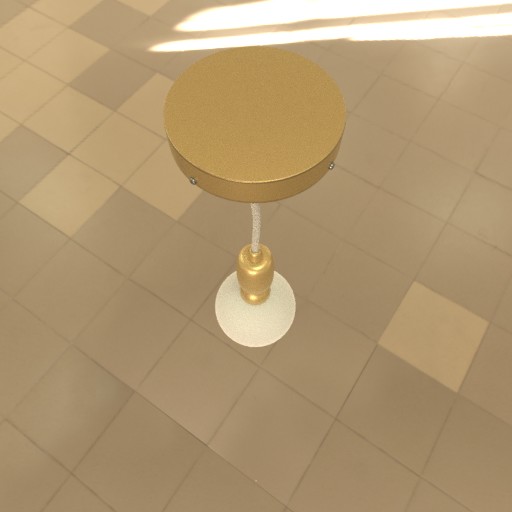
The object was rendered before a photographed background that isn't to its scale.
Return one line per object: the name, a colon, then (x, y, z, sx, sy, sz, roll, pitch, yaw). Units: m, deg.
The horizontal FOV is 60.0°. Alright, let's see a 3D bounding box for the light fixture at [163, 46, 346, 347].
light fixture: (0.000, 0.000, 0.574, 0.146, 0.510, 0.147, 31, 67, 15)
